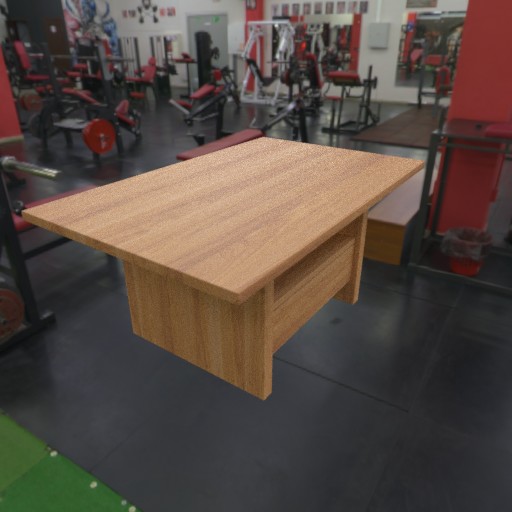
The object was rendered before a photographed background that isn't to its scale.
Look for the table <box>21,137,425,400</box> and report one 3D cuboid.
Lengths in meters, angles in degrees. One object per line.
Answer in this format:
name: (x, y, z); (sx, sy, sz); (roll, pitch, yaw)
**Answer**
table: (0.000, 0.000, 1.473); (0.700, 0.510, 1.100); (18, 32, 31)
